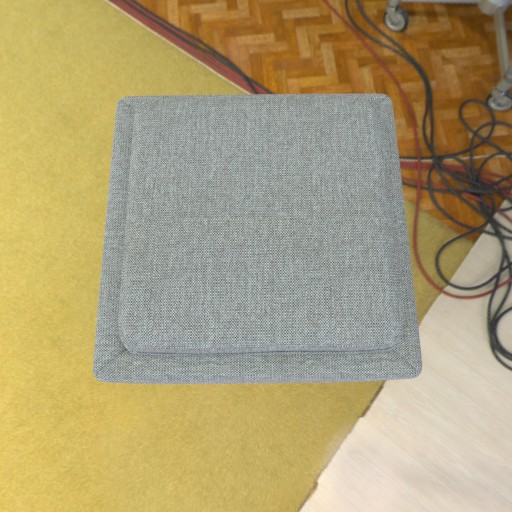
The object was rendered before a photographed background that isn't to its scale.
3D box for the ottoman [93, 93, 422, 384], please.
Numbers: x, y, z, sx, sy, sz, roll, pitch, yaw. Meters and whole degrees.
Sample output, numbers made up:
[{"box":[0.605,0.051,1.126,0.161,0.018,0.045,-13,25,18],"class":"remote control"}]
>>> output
[{"box":[0.000,0.000,0.819,0.450,0.460,0.450,-1,73,0],"class":"ottoman"}]
